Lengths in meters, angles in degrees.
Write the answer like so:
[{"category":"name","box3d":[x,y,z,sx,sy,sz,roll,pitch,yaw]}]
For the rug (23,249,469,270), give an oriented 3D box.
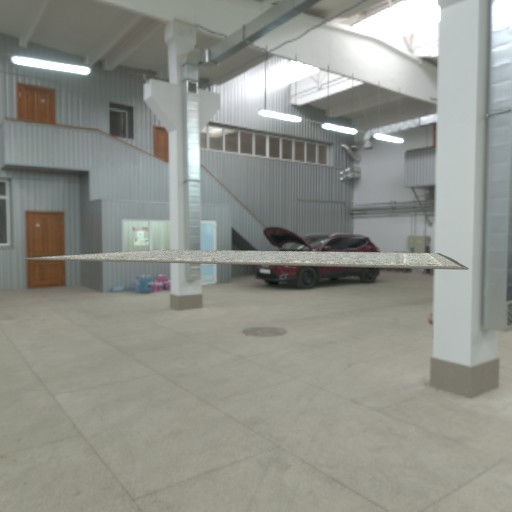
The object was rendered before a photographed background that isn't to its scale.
[{"category":"rug","box3d":[0.000,0.000,2.992,2.438,0.011,1.524,1,3,18]}]
